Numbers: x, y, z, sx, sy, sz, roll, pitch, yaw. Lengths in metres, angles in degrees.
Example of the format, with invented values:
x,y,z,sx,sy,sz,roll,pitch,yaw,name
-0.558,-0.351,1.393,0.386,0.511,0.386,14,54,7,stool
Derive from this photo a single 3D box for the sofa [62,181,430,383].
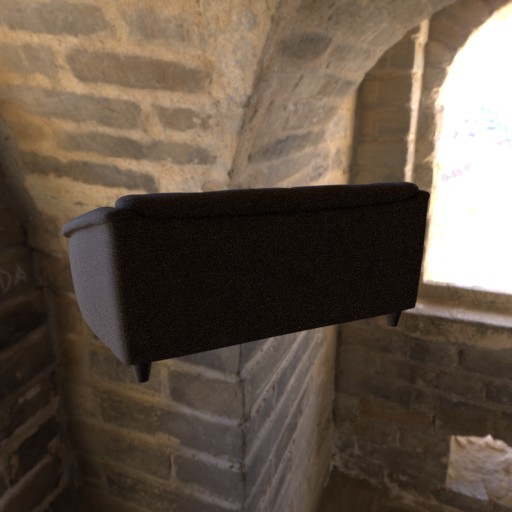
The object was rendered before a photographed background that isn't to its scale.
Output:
x,y,z,sx,sy,sz,roll,pitch,yaw,name
0.000,0.000,2.354,1.849,0.790,0.887,-7,16,-24,sofa
